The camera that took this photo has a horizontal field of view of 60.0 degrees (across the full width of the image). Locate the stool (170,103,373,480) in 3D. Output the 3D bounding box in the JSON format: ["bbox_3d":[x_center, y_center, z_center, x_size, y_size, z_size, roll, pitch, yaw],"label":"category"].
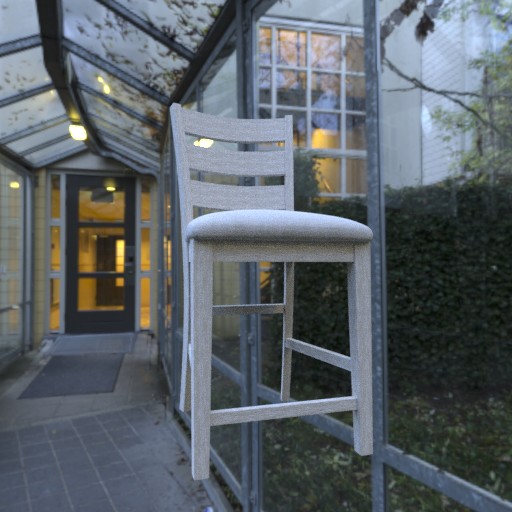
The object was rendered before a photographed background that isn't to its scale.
[{"bbox_3d":[0.000,0.000,1.341,0.484,1.032,0.569,0,-1,-17],"label":"stool"}]
